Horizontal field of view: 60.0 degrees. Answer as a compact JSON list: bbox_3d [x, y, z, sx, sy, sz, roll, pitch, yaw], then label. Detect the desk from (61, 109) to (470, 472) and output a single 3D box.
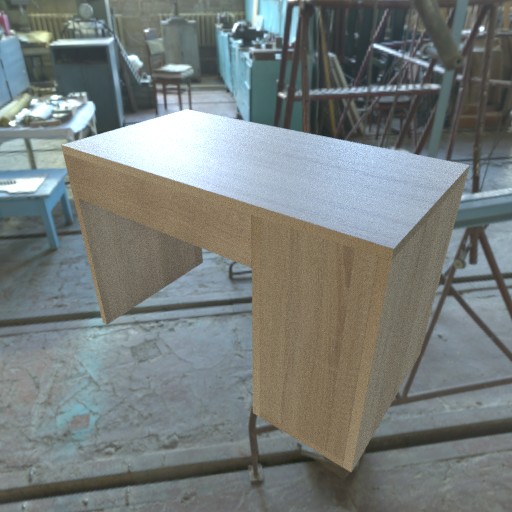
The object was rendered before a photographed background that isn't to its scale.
[{"bbox_3d":[0.000,0.000,1.535,1.100,0.731,0.600,21,37,30],"label":"desk"}]
